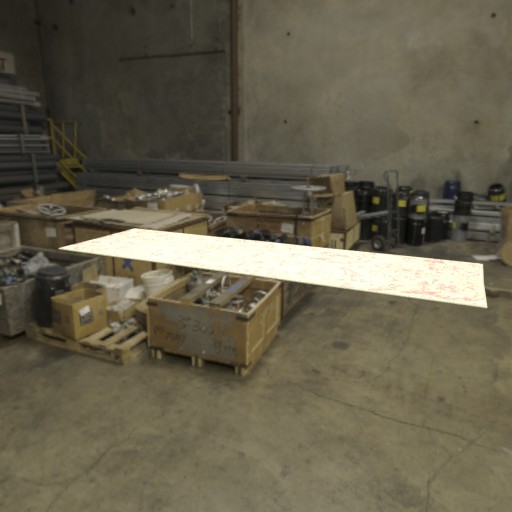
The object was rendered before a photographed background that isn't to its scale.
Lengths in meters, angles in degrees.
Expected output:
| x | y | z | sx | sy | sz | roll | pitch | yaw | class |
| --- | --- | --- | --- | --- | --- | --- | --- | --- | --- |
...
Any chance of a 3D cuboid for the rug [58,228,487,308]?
| x | y | z | sx | sy | sz | roll | pitch | yaw | class |
| --- | --- | --- | --- | --- | --- | --- | --- | --- | --- |
| 0.000 | 0.000 | 2.378 | 2.196 | 0.011 | 0.662 | 7 | 16 | 24 | rug |
